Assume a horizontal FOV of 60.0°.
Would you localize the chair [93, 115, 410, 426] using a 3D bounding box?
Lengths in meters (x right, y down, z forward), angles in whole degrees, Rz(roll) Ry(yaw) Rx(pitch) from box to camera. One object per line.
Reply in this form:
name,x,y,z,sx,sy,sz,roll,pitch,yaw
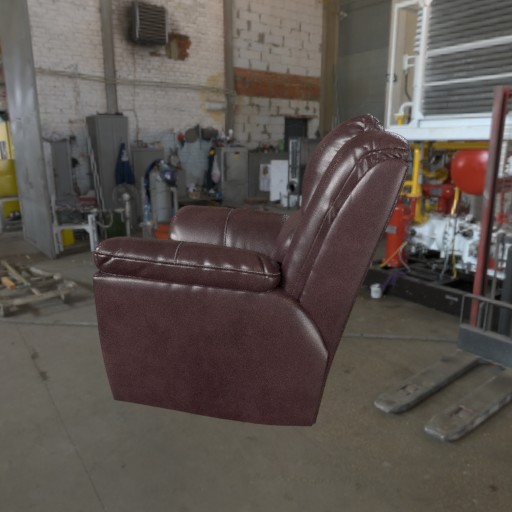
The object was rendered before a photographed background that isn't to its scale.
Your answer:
chair,0.000,0.000,1.855,1.041,1.093,0.990,2,14,9
